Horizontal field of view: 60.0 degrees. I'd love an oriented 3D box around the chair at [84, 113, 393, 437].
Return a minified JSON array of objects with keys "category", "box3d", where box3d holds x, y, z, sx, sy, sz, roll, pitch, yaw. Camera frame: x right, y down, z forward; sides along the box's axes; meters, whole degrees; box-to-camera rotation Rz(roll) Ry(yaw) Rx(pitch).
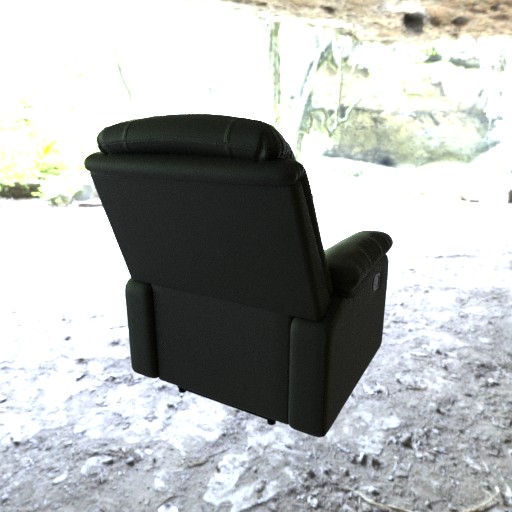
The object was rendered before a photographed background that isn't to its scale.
[{"category":"chair","box3d":[0.000,0.000,1.642,0.855,0.992,0.919,9,19,28]}]
